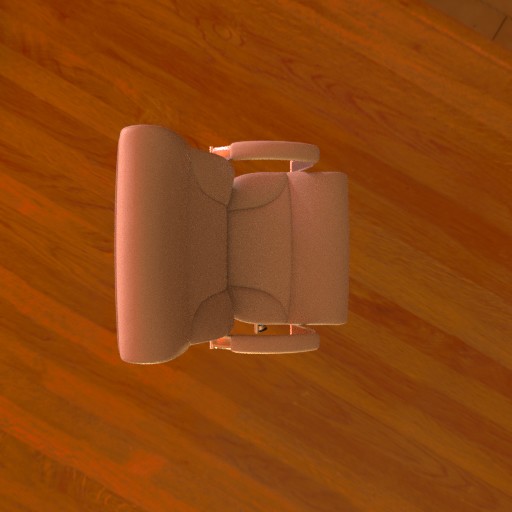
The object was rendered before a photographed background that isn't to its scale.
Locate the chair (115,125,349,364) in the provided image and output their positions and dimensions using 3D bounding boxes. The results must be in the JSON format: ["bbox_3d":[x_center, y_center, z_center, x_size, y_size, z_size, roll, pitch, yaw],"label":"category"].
[{"bbox_3d":[0.000,0.000,1.565,0.745,1.099,0.727,0,90,0],"label":"chair"}]
